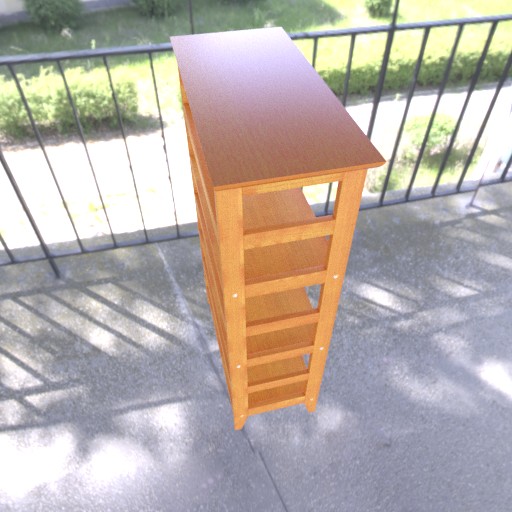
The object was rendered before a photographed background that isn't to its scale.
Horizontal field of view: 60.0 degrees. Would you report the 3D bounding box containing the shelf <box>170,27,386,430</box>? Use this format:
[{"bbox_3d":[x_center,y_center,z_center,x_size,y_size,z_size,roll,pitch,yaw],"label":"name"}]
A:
[{"bbox_3d":[0.000,0.000,1.350,0.305,1.067,0.660,-10,47,-9],"label":"shelf"}]
